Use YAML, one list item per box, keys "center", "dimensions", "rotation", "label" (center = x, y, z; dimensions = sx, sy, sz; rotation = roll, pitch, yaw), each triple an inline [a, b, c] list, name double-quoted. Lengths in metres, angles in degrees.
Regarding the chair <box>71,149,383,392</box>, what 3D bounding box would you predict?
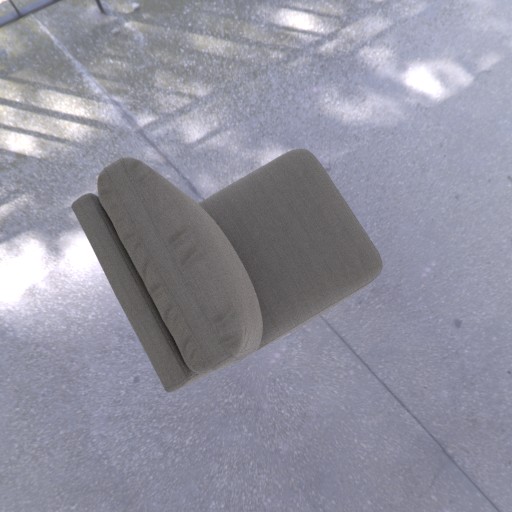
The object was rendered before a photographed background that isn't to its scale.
- center: [0.000, 0.000, 1.360]
  dimensions: [0.698, 0.927, 0.503]
  rotation: [-29, 79, -6]
  label: "chair"
